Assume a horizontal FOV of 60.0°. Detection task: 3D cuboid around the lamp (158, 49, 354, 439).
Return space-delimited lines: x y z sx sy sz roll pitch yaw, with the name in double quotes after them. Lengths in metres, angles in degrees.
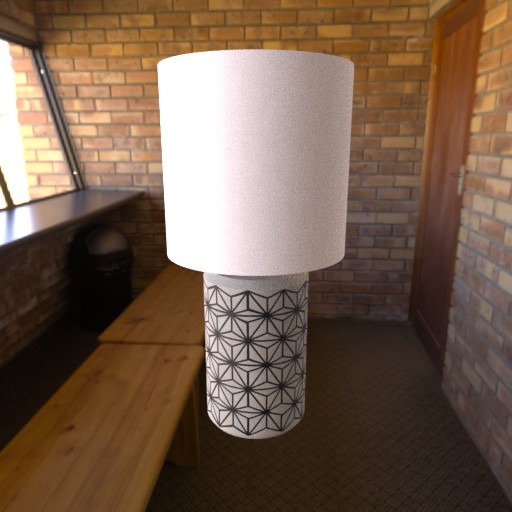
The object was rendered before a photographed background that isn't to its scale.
0.000 0.000 0.528 0.206 0.416 0.206 -8 17 -27 "lamp"
